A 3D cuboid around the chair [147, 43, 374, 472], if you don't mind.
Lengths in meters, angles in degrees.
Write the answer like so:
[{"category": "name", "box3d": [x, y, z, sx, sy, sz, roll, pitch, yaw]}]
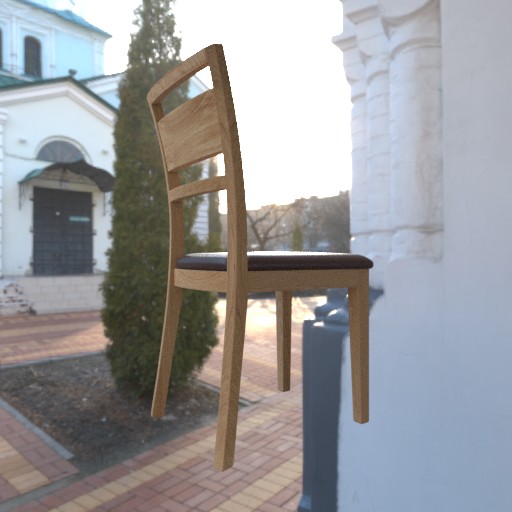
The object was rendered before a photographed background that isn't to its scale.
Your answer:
[{"category": "chair", "box3d": [0.000, 0.000, 1.266, 0.545, 0.940, 0.420, 0, 0, -34]}]
